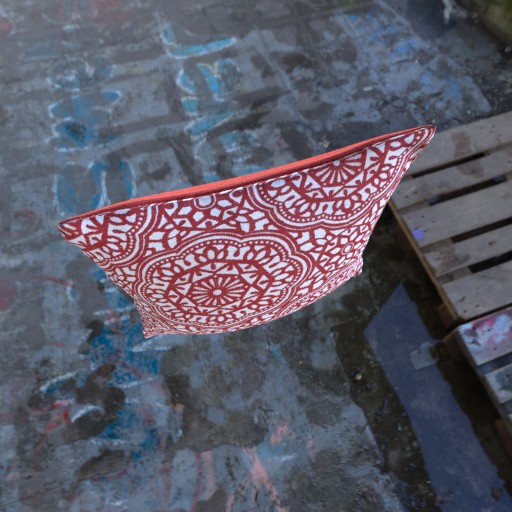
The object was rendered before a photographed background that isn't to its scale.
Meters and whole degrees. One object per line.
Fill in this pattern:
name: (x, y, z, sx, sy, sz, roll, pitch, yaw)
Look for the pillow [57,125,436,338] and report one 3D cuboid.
pillow: (0.000, 0.000, 0.672, 0.438, 0.419, 0.162, -16, 65, -8)
